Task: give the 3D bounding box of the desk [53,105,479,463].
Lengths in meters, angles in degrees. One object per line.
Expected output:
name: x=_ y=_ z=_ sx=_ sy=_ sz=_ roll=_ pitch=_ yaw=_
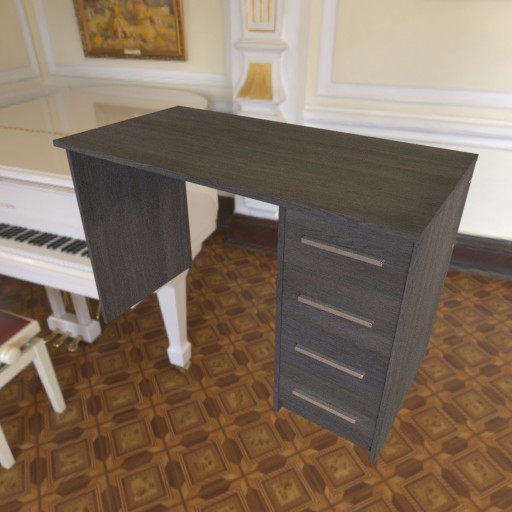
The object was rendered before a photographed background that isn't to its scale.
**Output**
desk: x=0.000 y=0.000 z=1.459 sx=1.096 sy=0.730 sz=0.560 roll=19 pitch=36 yaw=28
